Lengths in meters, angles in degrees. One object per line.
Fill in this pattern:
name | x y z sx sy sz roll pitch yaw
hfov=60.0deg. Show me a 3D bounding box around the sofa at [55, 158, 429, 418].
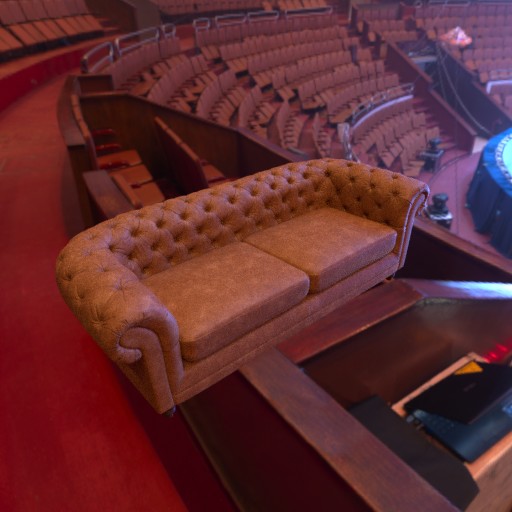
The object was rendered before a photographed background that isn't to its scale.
sofa | 0.000 0.000 2.820 2.365 0.760 0.989 -24 38 -34
